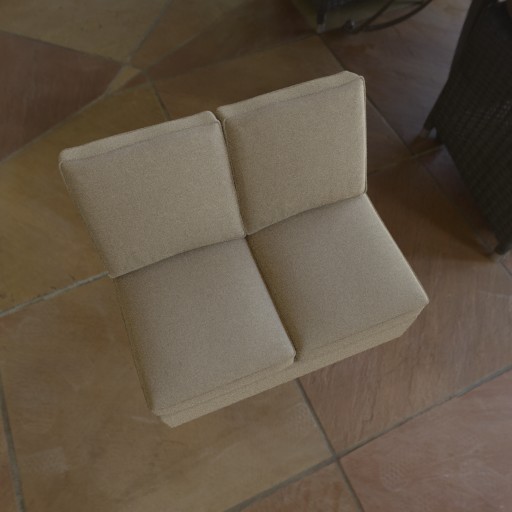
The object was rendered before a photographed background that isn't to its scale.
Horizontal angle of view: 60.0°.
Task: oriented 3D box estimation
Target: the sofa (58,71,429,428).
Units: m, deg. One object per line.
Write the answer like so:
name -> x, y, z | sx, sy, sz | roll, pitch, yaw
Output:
sofa -> 0.000, 0.000, 1.924 | 1.237, 1.008, 0.951 | -19, 64, -10
